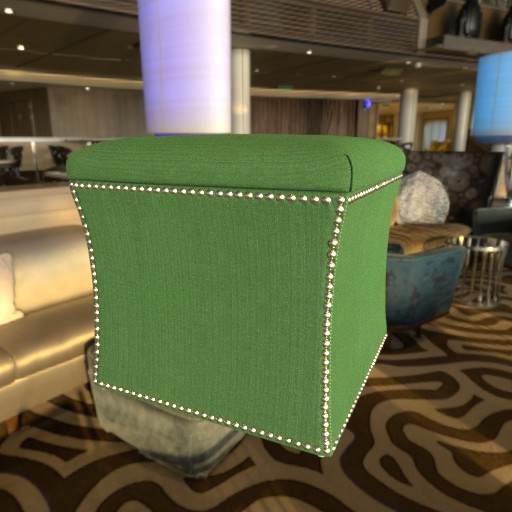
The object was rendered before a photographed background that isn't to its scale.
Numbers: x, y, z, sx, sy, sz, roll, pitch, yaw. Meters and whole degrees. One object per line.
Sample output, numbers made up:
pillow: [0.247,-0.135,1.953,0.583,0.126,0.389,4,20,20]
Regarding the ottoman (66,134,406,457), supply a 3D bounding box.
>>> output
ottoman: [0.000,0.000,0.895,0.507,0.475,0.497,7,16,25]
